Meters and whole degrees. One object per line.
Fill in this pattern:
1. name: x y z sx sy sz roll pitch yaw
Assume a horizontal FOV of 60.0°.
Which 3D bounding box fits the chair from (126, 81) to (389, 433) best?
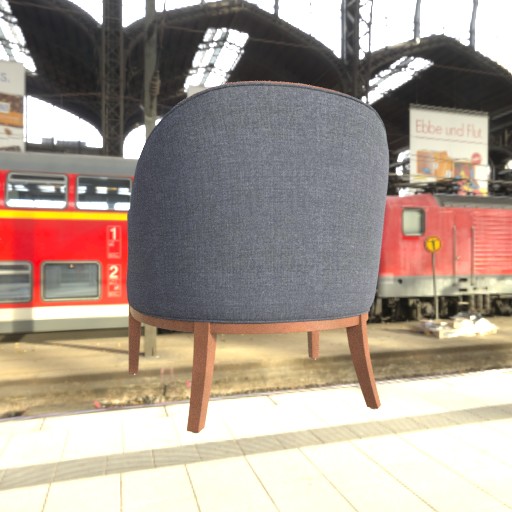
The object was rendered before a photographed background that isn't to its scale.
1. chair: 0.000 0.000 1.460 0.803 0.876 0.735 0 0 -19
